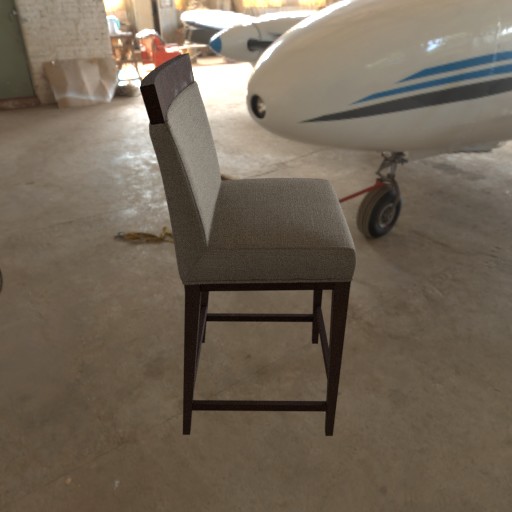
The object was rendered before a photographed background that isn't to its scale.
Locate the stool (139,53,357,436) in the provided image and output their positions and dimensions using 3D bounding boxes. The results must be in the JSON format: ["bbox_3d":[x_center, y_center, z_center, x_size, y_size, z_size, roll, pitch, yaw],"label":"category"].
[{"bbox_3d":[0.000,0.000,1.401,0.531,1.117,0.511,0,31,0],"label":"stool"}]
